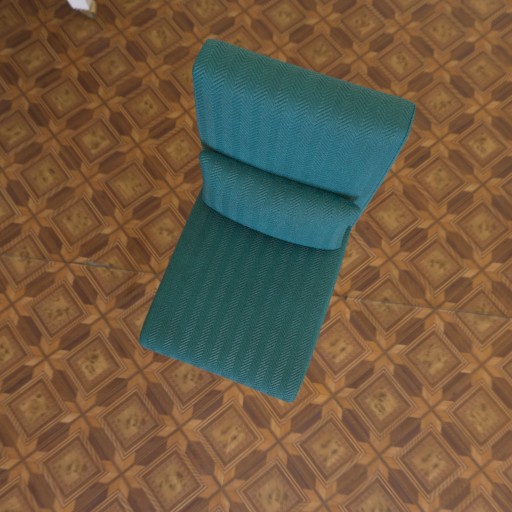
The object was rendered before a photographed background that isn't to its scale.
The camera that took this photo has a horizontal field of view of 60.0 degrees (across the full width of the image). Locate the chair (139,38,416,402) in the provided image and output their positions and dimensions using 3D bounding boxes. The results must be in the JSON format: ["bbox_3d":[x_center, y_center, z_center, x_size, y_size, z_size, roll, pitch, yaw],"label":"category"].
[{"bbox_3d":[0.000,0.000,1.452,0.579,0.927,0.808,20,77,5],"label":"chair"}]
